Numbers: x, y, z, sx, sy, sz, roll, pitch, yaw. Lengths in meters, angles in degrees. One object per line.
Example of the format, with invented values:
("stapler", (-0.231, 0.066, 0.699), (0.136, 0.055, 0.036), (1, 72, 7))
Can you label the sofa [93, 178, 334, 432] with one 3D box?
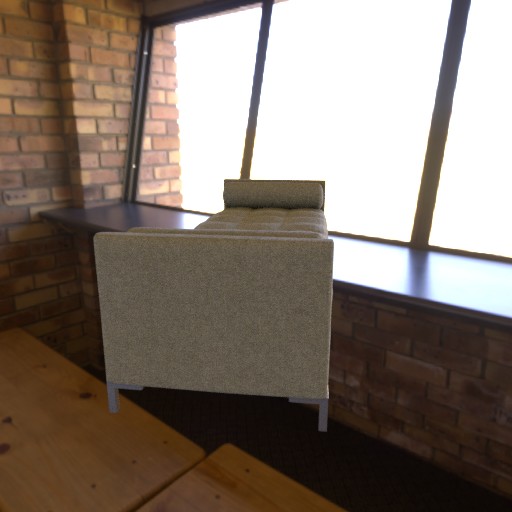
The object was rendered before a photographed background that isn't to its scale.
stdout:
("sofa", (0.000, 0.000, 2.443), (0.797, 0.657, 2.102), (2, 15, 8))
